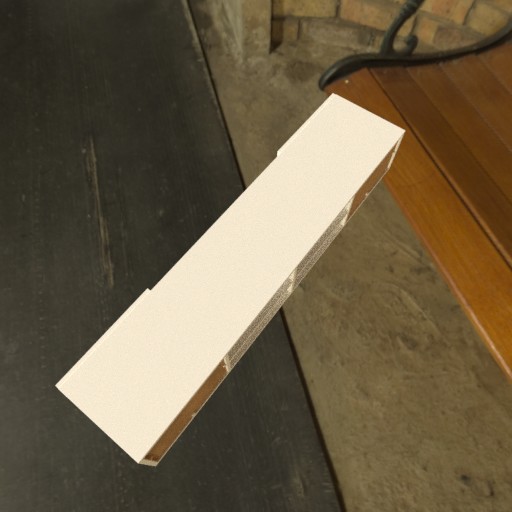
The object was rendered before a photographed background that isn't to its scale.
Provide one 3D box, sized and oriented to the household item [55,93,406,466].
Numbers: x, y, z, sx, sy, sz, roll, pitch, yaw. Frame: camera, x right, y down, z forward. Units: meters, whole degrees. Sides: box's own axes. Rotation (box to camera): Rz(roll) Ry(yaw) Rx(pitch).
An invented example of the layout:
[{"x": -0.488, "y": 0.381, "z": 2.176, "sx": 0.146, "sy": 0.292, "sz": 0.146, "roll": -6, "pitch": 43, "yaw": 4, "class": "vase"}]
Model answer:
[{"x": 0.000, "y": 0.000, "z": 2.020, "sx": 0.420, "sy": 0.310, "sz": 1.850, "roll": 34, "pitch": 68, "yaw": 16, "class": "household item"}]
